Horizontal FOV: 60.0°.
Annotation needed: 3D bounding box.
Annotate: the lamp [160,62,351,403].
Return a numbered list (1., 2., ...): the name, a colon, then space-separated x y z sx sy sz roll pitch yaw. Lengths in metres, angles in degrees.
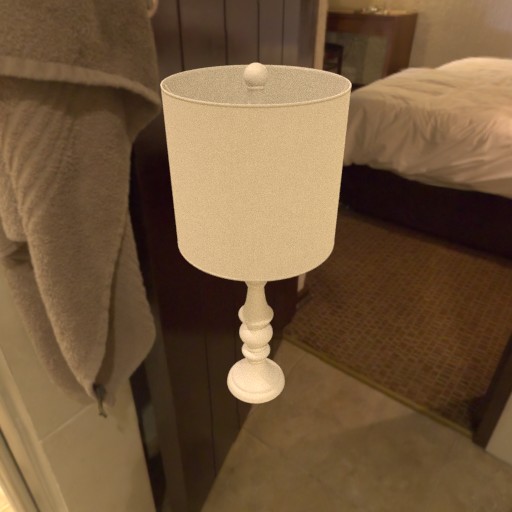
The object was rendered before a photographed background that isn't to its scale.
1. lamp: 0.000 0.000 0.738 0.250 0.597 0.250 1 33 1
